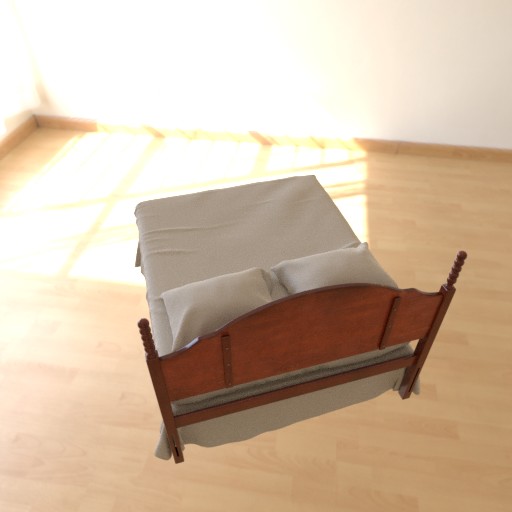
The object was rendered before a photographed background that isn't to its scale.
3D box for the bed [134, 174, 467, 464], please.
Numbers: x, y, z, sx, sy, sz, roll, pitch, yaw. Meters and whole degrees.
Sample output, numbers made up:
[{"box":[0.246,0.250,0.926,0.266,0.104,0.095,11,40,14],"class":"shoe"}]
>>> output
[{"box":[0.000,0.000,3.223,1.873,1.356,2.040,-11,43,-12],"class":"bed"}]
